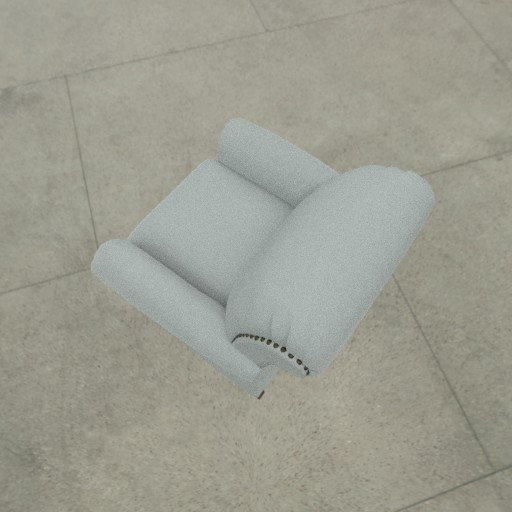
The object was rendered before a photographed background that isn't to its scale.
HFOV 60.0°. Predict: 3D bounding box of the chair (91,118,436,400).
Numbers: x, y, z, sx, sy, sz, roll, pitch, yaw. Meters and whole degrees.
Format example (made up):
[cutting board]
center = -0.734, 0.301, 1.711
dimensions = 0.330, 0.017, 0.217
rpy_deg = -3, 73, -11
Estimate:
[chair]
center = 0.000, 0.000, 1.650
dimensions = 0.890, 0.927, 0.854
rpy_deg = 33, 67, 16
